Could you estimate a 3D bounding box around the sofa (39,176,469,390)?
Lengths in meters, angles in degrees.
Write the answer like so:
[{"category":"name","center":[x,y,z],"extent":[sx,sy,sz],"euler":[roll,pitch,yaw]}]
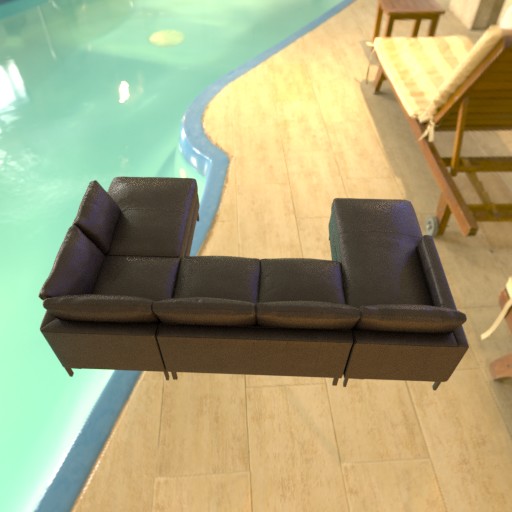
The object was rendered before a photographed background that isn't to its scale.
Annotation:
[{"category":"sofa","center":[0.000,0.000,3.791],"extent":[2.956,0.900,1.939],"euler":[2,47,2]}]
